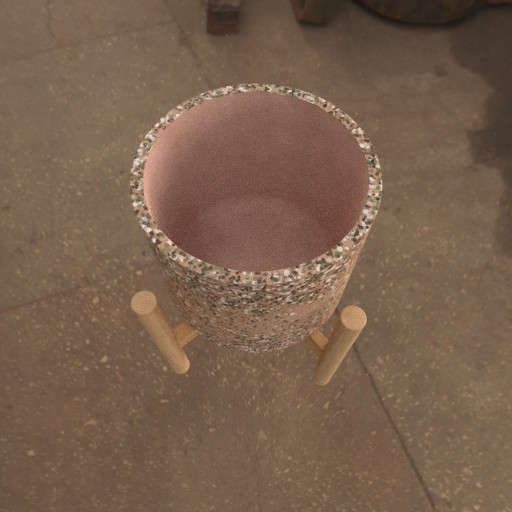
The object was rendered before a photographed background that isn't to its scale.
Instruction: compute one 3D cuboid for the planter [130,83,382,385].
[{"bbox_3d":[0.000,0.000,0.534,0.284,0.320,0.284,-16,63,-8],"label":"planter"}]
